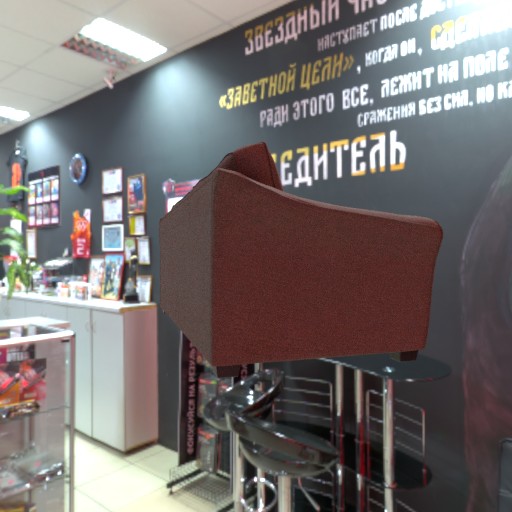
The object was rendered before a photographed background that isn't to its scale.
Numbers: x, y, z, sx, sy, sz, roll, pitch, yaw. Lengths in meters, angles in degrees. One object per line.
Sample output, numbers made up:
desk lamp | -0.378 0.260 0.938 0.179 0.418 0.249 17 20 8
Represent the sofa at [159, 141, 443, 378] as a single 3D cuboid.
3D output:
sofa | 0.000 0.000 2.729 0.986 0.906 2.270 0 0 -17
